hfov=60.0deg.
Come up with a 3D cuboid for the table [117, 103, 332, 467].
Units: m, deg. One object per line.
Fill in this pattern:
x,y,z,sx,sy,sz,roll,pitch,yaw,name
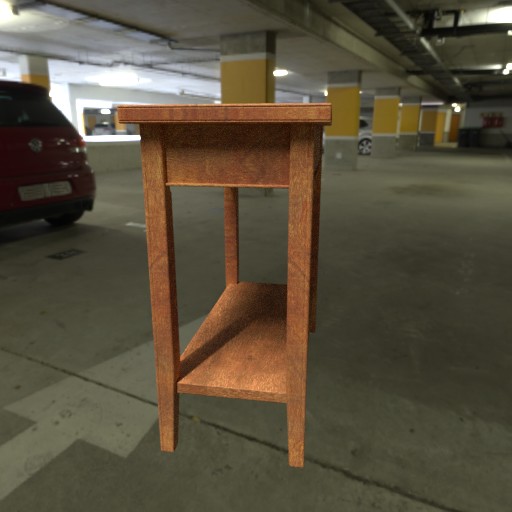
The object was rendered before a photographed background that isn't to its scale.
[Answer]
0.000,0.000,0.985,0.305,0.610,0.610,3,16,9,table
